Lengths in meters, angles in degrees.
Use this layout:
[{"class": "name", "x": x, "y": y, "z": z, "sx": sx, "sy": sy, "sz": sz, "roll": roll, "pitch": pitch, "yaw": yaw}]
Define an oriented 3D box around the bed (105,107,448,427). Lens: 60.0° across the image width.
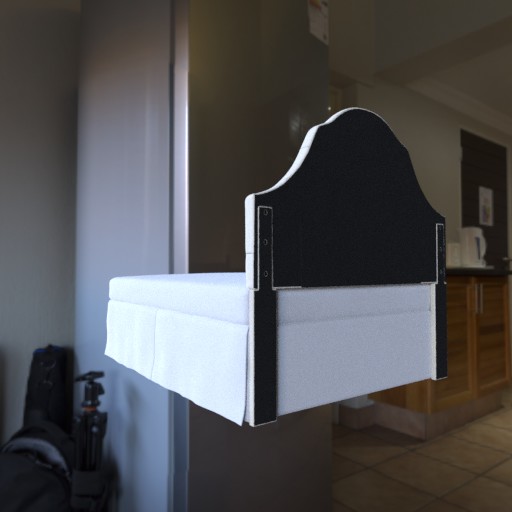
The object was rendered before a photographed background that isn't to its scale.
[{"class": "bed", "x": 0.000, "y": 0.000, "z": 3.261, "sx": 1.627, "sy": 1.575, "sz": 2.092, "roll": 1, "pitch": -2, "yaw": -36}]
